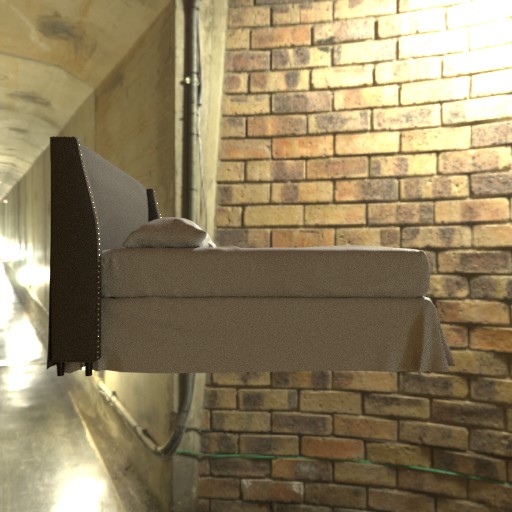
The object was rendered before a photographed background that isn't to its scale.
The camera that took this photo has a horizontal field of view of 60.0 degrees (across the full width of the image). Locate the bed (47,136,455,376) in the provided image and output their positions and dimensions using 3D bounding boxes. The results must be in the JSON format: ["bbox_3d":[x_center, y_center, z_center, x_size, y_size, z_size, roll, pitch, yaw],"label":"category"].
[{"bbox_3d":[0.000,0.000,3.344,2.276,1.332,1.925,0,0,0],"label":"bed"}]
